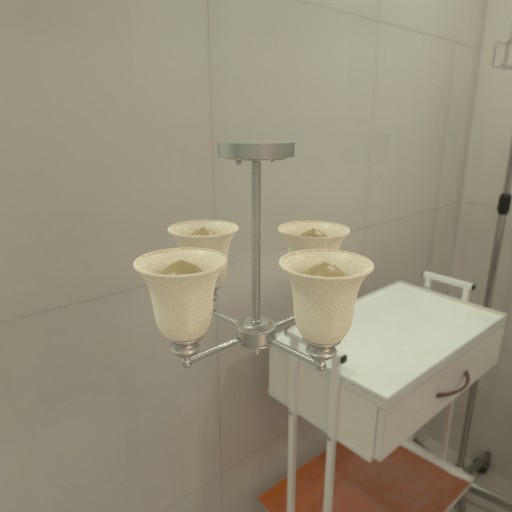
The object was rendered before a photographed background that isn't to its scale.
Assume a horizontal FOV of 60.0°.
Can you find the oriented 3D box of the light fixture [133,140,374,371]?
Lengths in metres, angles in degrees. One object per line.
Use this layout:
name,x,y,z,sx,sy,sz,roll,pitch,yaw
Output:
light fixture,0.000,0.000,0.741,0.427,0.370,0.427,-15,22,-40
